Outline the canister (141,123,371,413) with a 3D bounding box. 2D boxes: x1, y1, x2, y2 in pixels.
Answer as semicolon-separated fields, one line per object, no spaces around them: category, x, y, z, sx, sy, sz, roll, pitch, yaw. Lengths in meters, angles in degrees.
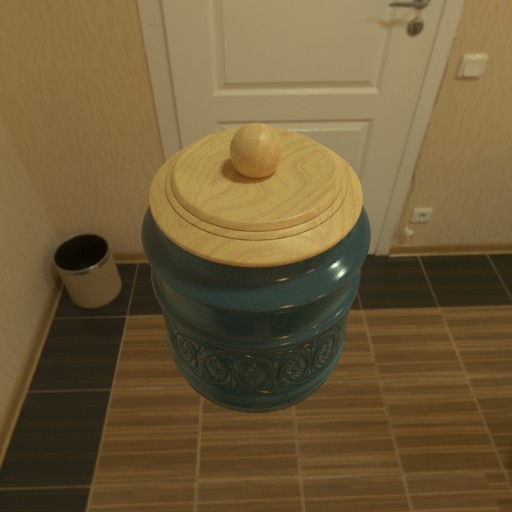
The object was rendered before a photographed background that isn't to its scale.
canister;0.000;0.000;0.275;0.130;0.176;0.130;0;46;0
